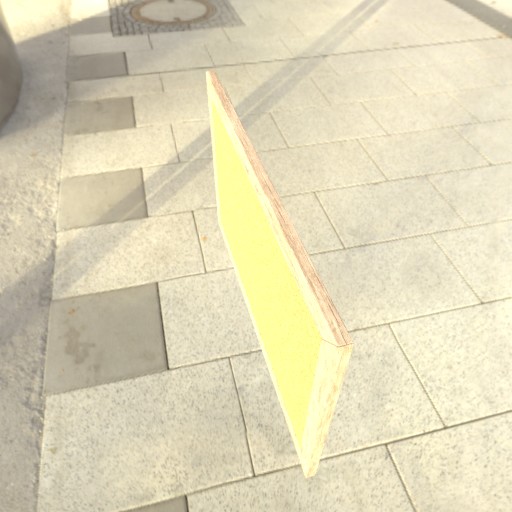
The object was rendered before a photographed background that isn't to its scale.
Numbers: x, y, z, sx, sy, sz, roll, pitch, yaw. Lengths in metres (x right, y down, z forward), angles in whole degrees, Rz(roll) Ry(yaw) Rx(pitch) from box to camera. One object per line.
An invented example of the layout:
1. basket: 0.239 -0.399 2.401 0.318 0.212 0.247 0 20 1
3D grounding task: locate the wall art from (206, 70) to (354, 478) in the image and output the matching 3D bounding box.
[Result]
1. wall art: 0.000 0.000 0.961 0.021 0.480 0.780 -12 48 -11
